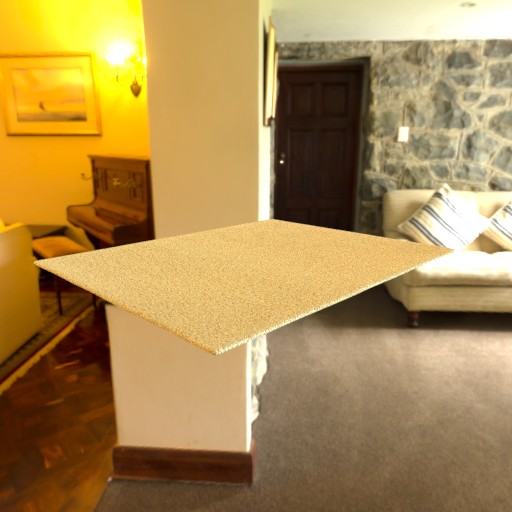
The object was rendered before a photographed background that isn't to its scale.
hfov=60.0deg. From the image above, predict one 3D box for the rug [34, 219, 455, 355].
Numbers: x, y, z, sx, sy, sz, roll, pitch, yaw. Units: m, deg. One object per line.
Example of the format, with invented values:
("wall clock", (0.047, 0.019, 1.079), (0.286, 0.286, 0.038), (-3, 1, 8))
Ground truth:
("rug", (0.000, 0.000, 4.061), (2.438, 0.029, 3.047), (14, 20, 43))
